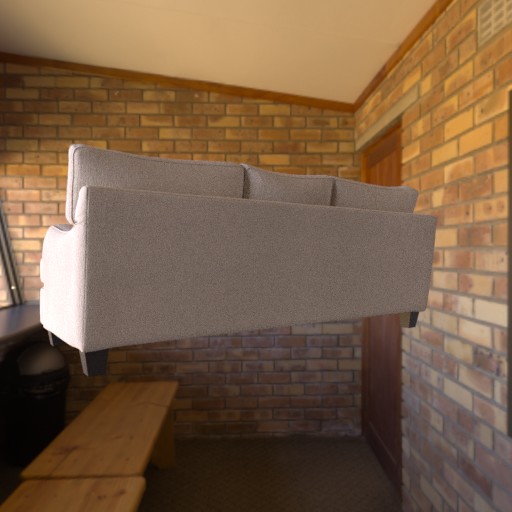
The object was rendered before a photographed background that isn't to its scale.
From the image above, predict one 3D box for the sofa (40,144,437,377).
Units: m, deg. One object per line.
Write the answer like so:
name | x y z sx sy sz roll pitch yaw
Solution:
sofa | 0.000 0.000 2.749 2.323 0.991 1.016 0 0 -35
